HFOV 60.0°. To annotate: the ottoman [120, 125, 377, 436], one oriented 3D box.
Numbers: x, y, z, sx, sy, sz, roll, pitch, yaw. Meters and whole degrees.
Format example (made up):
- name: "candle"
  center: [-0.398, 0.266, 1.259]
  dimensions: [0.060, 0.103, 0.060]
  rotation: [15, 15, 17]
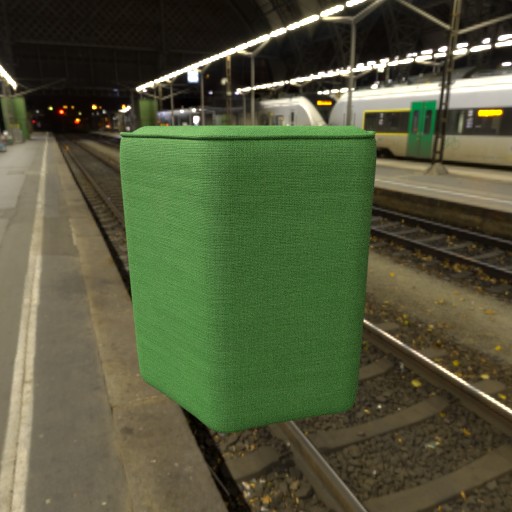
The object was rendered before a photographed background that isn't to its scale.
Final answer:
- name: "ottoman"
  center: [0.000, 0.000, 0.900]
  dimensions: [0.499, 0.507, 0.444]
  rotation: [16, 23, 42]
